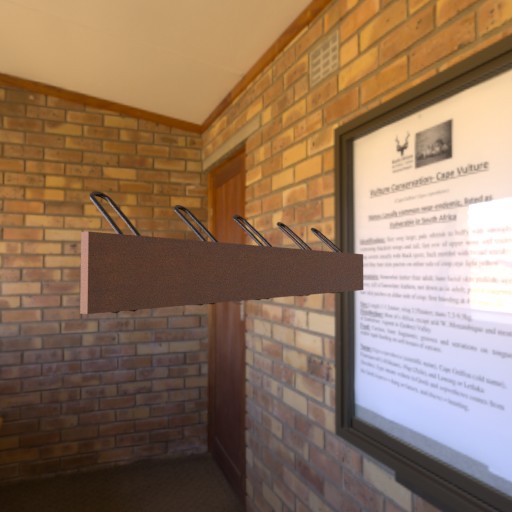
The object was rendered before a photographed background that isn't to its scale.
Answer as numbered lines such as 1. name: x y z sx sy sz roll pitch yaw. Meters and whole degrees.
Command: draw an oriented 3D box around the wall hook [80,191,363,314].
1. wall hook: 0.000 0.000 0.592 0.076 0.116 0.554 -1 -2 36
